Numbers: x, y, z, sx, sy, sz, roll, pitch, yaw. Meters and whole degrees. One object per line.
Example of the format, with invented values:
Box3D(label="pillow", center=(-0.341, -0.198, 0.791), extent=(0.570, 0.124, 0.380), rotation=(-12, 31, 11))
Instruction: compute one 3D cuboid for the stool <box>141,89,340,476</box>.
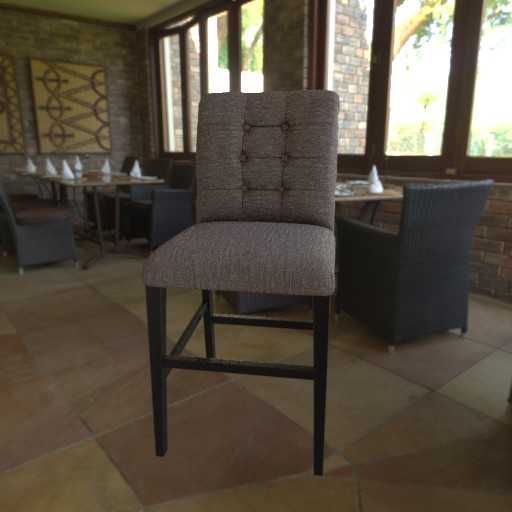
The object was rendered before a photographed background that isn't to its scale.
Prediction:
Box3D(label="stool", center=(0.000, 0.000, 1.302), extent=(0.457, 0.970, 0.611), rotation=(2, 14, 9))
